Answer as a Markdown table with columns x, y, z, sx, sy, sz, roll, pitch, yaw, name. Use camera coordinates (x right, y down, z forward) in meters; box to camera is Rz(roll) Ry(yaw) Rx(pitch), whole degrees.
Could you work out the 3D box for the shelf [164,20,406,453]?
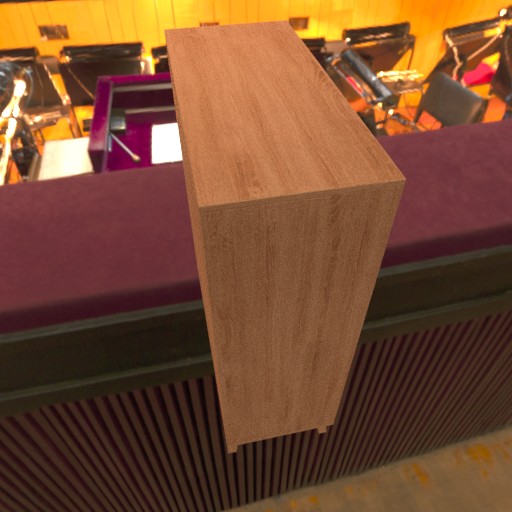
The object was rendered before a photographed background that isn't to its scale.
| x | y | z | sx | sy | sz | roll | pitch | yaw | name |
| --- | --- | --- | --- | --- | --- | --- | --- | --- | --- |
| 0.000 | 0.000 | 1.758 | 0.450 | 1.390 | 1.000 | -9 | 47 | -8 | shelf |
